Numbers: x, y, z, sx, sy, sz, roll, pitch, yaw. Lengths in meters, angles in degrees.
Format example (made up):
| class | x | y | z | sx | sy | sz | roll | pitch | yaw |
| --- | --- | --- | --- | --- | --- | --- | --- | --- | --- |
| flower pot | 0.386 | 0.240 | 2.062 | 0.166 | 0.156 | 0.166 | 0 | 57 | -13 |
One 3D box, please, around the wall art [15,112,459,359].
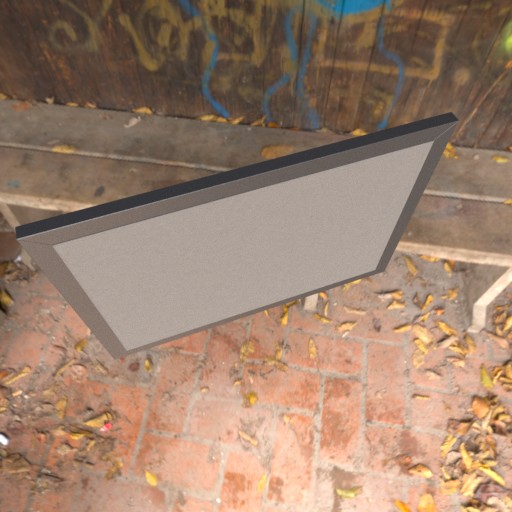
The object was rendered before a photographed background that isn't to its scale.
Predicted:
| class | x | y | z | sx | sy | sz | roll | pitch | yaw |
| --- | --- | --- | --- | --- | --- | --- | --- | --- | --- |
| wall art | 0.000 | 0.000 | 0.543 | 0.432 | 0.306 | 0.016 | -17 | 59 | -10 |
